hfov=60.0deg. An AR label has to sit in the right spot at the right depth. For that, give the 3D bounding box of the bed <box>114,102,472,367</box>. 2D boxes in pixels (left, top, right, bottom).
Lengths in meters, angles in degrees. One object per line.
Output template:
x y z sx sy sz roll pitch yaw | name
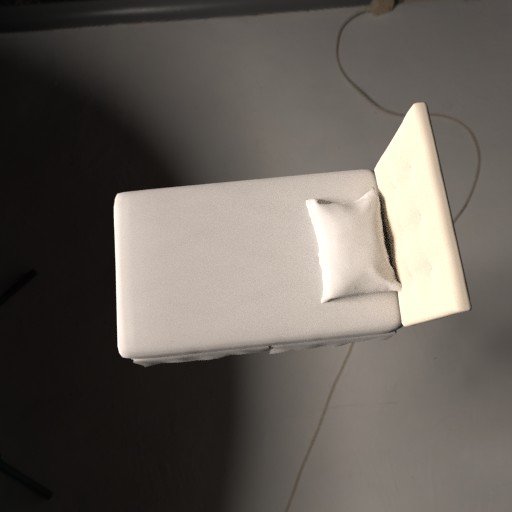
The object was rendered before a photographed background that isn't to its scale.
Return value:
0.000 0.000 2.976 1.997 1.571 1.261 -6 76 -1 | bed
